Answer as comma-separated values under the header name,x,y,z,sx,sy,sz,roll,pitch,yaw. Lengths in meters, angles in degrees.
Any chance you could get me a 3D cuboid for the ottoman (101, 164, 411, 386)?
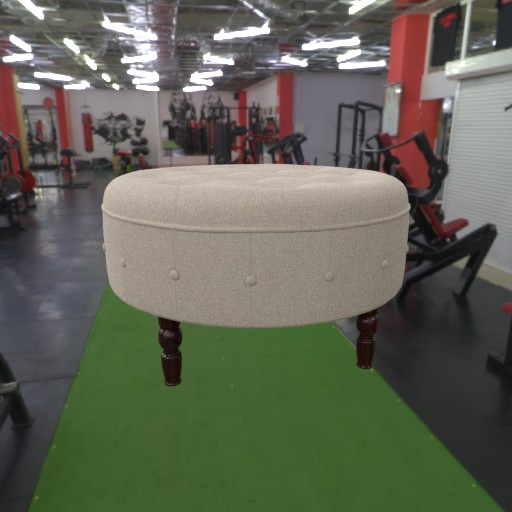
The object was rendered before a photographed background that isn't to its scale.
name,x,y,z,sx,sy,sz,roll,pitch,yaw
ottoman,0.000,0.000,1.326,0.848,0.494,0.848,0,16,0
